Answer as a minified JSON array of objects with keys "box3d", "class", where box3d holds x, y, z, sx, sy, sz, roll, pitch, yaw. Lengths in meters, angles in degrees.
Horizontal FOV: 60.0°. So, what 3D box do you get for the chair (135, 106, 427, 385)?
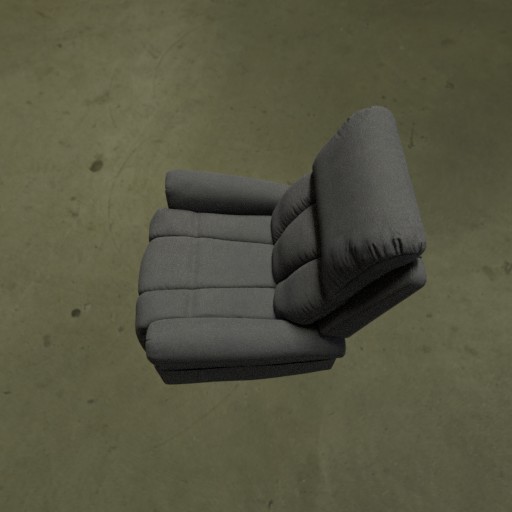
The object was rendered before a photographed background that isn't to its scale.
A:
[{"box3d":[0.000,0.000,1.765,0.979,1.031,0.871,-1,58,0],"class":"chair"}]
